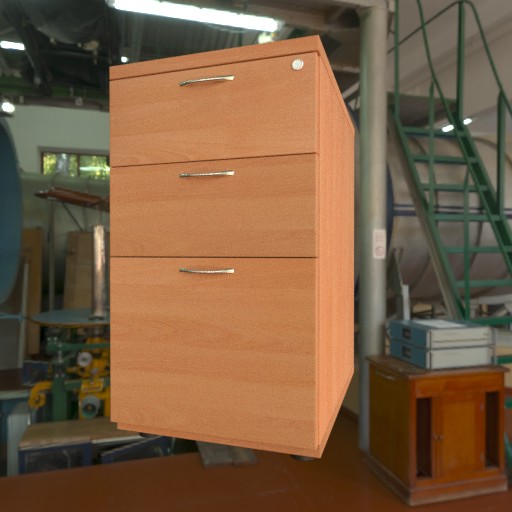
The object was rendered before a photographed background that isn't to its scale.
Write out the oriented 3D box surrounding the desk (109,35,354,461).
[{"bbox_3d":[0.000,0.000,1.065,0.404,0.730,0.600,0,1,18],"label":"desk"}]
